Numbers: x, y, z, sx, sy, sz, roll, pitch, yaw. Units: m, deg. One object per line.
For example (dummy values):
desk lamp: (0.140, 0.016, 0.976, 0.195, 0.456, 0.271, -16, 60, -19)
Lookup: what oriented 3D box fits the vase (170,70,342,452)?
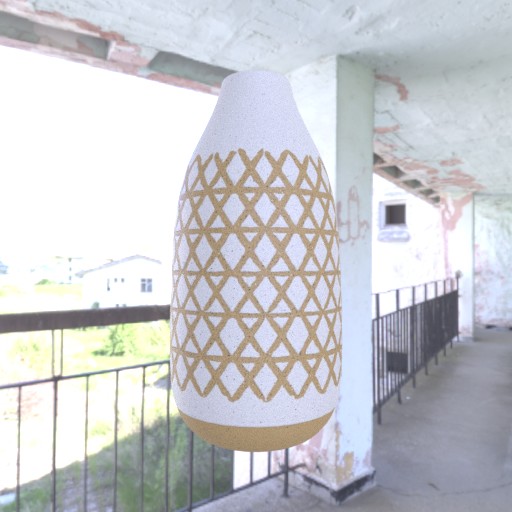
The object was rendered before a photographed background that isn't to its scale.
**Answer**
vase: (0.000, 0.000, 0.487, 0.186, 0.380, 0.186, 0, -1, 0)
